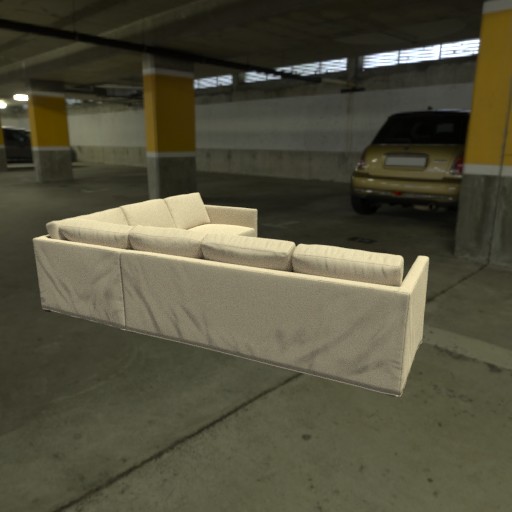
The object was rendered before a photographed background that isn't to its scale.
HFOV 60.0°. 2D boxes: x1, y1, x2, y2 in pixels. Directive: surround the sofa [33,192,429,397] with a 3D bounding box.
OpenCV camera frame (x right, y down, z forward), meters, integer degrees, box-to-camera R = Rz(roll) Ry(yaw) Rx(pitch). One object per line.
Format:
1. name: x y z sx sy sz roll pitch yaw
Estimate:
1. sofa: 0.000 0.000 4.275 3.182 0.871 2.432 7 16 26
